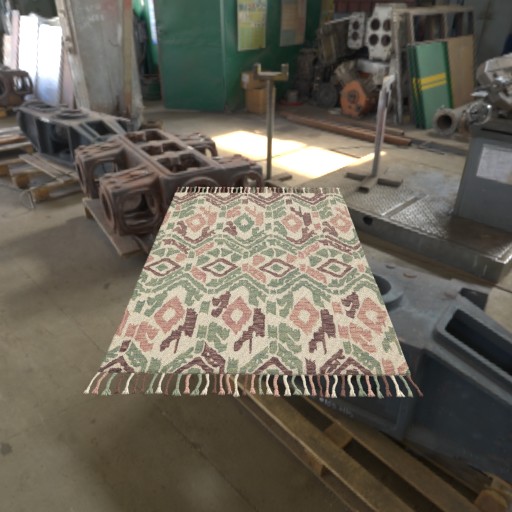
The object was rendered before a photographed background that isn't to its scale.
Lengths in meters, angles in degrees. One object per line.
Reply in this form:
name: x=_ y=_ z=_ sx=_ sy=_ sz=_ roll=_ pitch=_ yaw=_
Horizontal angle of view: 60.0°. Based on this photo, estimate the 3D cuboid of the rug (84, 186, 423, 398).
rug: x=0.000 y=0.000 z=3.018 sx=1.524 sy=0.011 sz=2.438 roll=0 pitch=31 yaw=1
